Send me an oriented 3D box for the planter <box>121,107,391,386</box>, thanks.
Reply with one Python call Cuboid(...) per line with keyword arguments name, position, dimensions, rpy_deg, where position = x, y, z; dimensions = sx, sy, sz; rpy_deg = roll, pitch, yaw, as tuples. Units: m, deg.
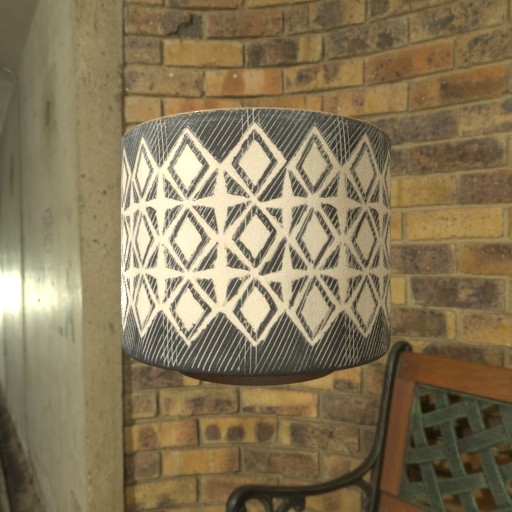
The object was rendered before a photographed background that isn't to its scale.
Cuboid(name="planter", position=(0.000, 0.000, 0.217), dimensions=(0.126, 0.104, 0.126), rpy_deg=(0, 0, 0))
